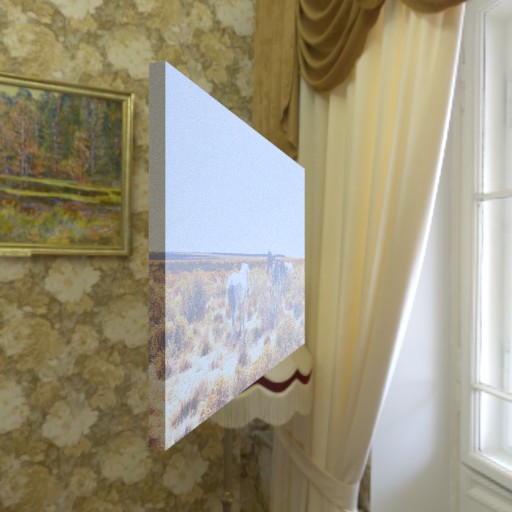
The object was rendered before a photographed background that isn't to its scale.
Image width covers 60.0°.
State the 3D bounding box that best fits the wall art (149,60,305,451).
[{"bbox_3d":[0.000,0.000,1.874,0.051,1.016,1.520,0,0,20],"label":"wall art"}]
